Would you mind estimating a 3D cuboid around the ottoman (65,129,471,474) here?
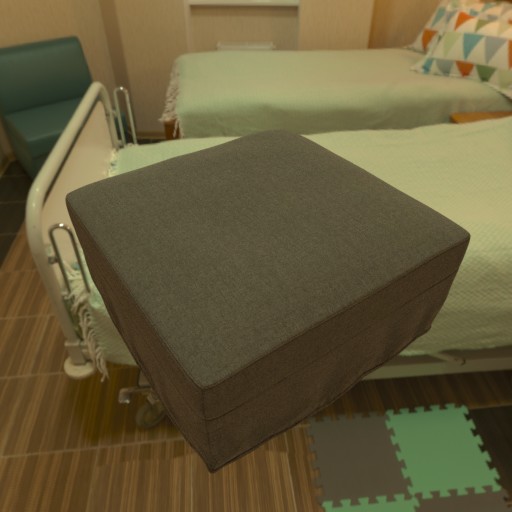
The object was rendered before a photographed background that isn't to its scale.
[{"bbox_3d":[0.000,0.000,1.333,0.843,0.436,0.840,-24,46,-26],"label":"ottoman"}]
